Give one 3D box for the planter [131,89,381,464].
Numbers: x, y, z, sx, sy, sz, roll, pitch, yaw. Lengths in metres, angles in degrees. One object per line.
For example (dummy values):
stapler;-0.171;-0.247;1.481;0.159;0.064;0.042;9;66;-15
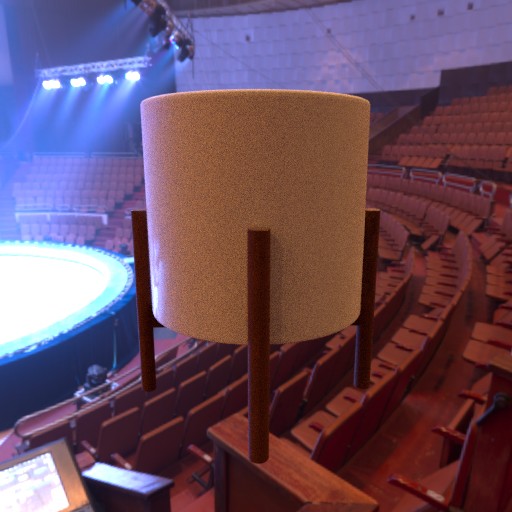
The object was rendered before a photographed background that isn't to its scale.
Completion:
planter;0.000;0.000;0.896;0.421;0.581;0.420;-12;17;-43
